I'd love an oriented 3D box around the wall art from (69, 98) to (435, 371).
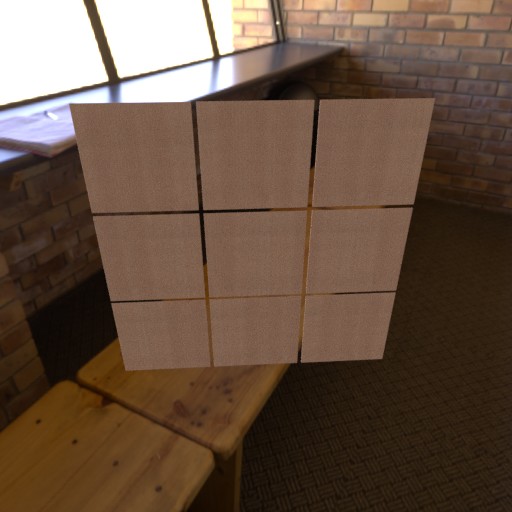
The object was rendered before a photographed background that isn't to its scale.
[{"bbox_3d":[0.000,0.000,2.226,1.517,1.505,0.002,-2,32,-3],"label":"wall art"}]
